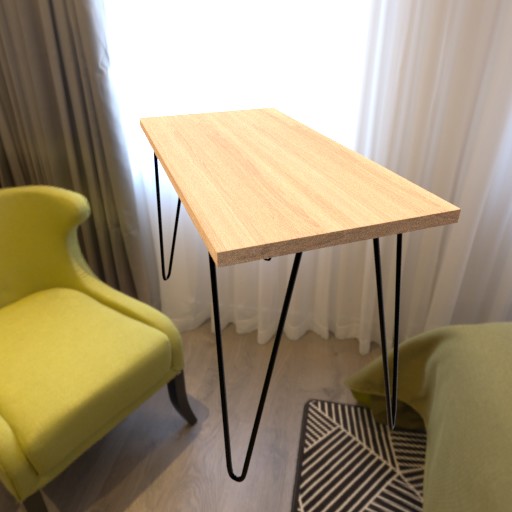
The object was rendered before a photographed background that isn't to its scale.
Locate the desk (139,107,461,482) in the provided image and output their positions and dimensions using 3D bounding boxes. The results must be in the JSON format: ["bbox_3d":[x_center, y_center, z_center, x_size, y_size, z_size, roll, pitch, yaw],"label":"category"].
[{"bbox_3d":[0.000,0.000,1.368,0.499,0.660,0.991,-10,32,-17],"label":"desk"}]
